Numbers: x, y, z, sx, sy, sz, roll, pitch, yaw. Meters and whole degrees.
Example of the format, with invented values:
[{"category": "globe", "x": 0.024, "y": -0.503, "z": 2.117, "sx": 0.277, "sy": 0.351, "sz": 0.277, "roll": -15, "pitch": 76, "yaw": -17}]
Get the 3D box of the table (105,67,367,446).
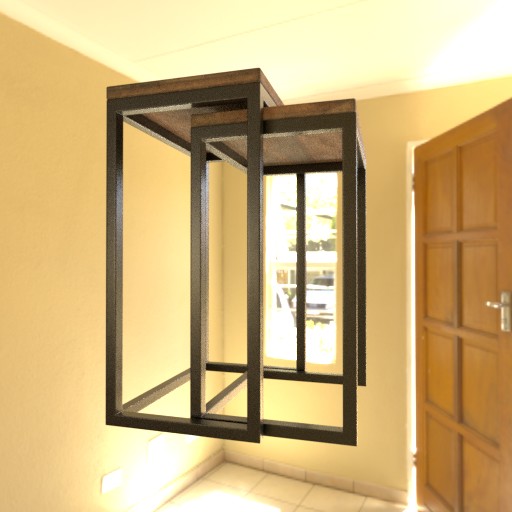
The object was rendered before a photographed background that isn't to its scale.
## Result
[{"category": "table", "x": 0.000, "y": 0.000, "z": 0.953, "sx": 0.460, "sy": 0.615, "sz": 0.456, "roll": 0, "pitch": -1, "yaw": 19}]
